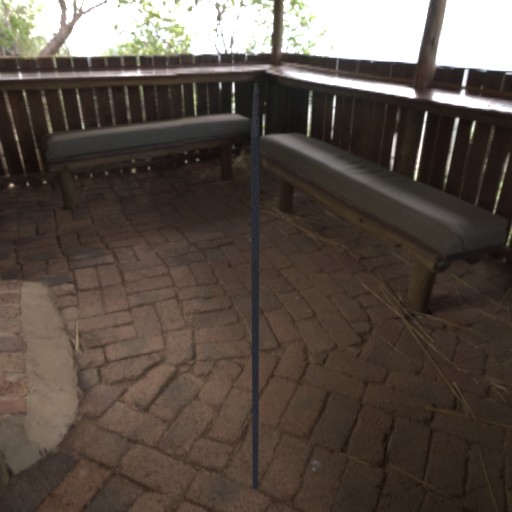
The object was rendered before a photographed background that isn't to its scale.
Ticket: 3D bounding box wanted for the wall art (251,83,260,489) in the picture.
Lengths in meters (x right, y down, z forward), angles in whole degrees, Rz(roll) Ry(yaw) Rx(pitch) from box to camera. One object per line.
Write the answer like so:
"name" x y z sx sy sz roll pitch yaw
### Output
"wall art" 0.000 0.000 1.234 0.013 0.823 0.823 0 27 0
